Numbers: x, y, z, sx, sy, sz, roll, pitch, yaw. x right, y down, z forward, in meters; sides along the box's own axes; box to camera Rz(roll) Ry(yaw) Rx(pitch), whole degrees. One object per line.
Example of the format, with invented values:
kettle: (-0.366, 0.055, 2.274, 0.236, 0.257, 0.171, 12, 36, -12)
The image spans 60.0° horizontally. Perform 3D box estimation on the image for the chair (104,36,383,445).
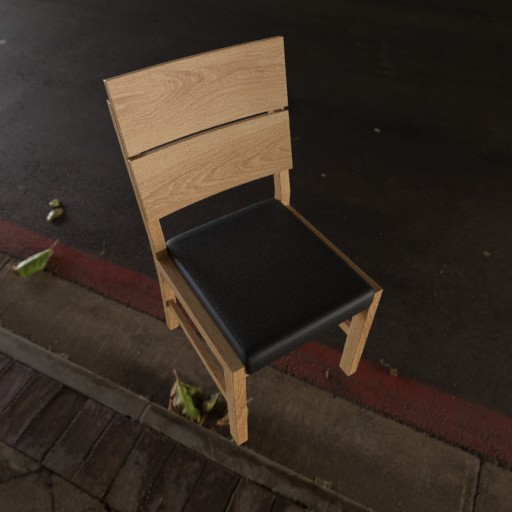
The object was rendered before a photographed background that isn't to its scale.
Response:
chair: (0.000, 0.000, 1.267, 0.475, 0.950, 0.569, -25, 52, -21)
